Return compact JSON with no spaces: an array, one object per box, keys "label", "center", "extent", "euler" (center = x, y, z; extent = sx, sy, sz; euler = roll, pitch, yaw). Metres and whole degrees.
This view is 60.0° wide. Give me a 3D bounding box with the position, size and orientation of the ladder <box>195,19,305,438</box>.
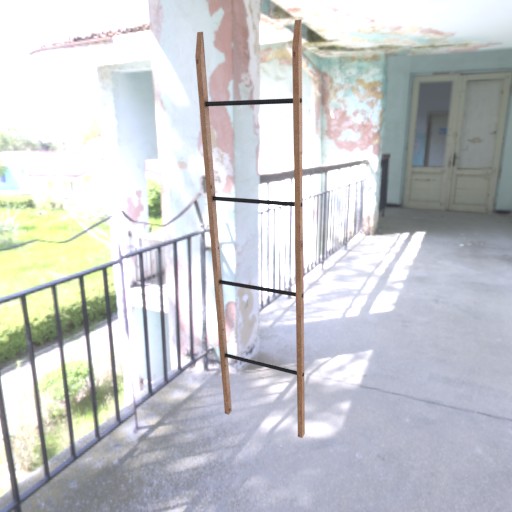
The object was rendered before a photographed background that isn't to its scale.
[{"label":"ladder","center":[0.000,0.000,1.949],"extent":[0.442,1.805,0.200],"euler":[8,17,26]}]
